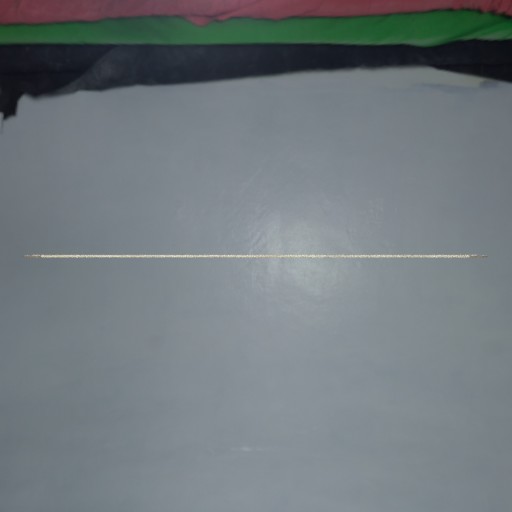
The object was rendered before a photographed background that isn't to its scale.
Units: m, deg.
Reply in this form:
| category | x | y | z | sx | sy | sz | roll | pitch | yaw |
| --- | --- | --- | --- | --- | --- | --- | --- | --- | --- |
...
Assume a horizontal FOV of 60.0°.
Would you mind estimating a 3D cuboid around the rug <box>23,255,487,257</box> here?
| category | x | y | z | sx | sy | sz | roll | pitch | yaw |
| --- | --- | --- | --- | --- | --- | --- | --- | --- | --- |
| rug | 0.000 | 0.000 | 2.272 | 1.726 | 0.009 | 1.278 | 0 | 0 | 1 |
